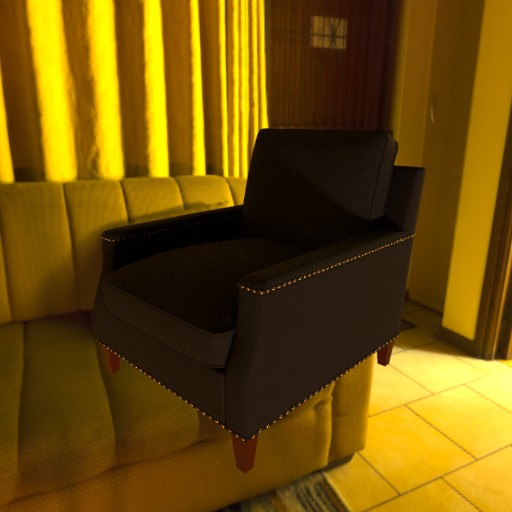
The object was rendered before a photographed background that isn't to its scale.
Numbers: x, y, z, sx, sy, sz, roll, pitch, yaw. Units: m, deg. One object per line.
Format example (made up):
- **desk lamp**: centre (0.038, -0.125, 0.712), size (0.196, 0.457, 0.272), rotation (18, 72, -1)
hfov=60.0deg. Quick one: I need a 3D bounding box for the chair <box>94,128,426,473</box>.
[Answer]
- **chair**: centre (0.000, 0.000, 1.717), size (0.853, 0.943, 1.014), rotation (16, 23, 42)
